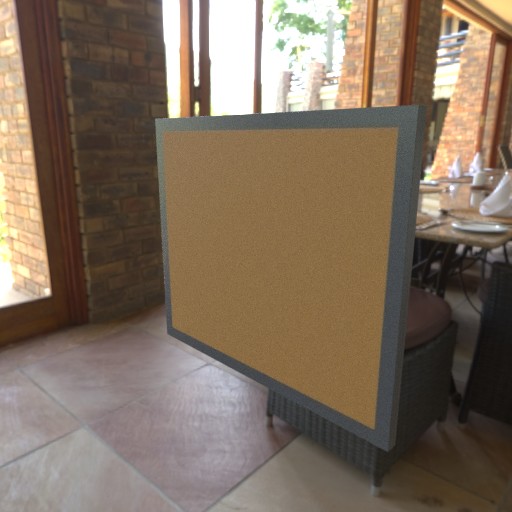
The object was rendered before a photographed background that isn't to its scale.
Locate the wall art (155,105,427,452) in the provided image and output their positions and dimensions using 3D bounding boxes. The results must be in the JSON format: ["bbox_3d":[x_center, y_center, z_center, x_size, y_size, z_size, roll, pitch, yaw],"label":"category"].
[{"bbox_3d":[0.000,0.000,0.913,0.026,0.558,0.660,-14,21,-43],"label":"wall art"}]
